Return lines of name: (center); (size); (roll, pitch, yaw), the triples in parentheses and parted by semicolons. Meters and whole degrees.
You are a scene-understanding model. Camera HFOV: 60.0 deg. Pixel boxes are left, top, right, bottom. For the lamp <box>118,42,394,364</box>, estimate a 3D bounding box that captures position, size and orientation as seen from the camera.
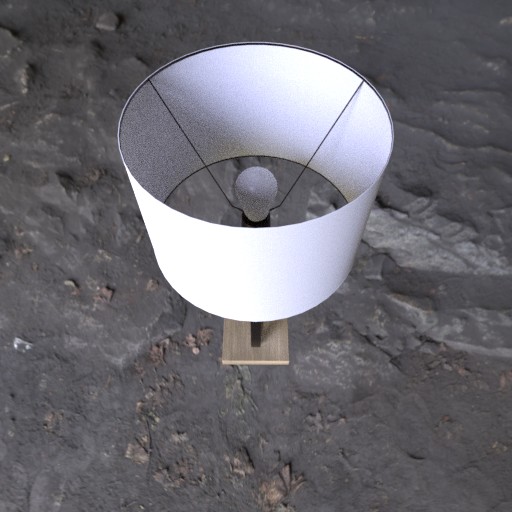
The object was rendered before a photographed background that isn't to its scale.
lamp: (0.000, 0.000, 0.665); (0.279, 0.508, 0.279); (0, 57, 0)
